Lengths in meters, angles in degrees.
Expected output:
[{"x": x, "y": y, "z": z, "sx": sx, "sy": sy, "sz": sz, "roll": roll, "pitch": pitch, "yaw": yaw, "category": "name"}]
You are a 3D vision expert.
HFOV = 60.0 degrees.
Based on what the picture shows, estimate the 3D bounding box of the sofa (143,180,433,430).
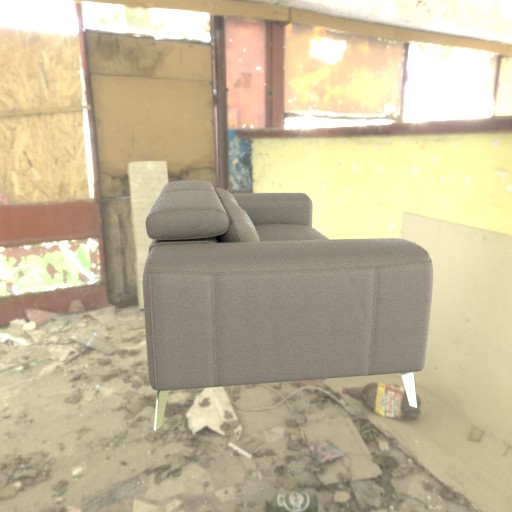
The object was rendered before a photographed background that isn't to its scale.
[{"x": 0.000, "y": 0.000, "z": 2.432, "sx": 1.024, "sy": 0.753, "sz": 1.930, "roll": -2, "pitch": 15, "yaw": -8, "category": "sofa"}]
